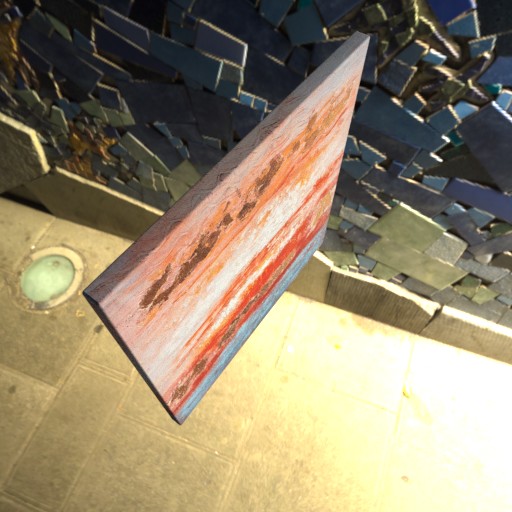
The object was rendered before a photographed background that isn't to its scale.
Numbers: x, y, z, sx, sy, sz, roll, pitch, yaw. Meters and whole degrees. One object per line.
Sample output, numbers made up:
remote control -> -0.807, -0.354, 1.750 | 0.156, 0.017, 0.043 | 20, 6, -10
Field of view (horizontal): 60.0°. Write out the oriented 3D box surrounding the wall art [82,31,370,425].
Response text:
wall art -> 0.000, 0.000, 1.058 | 0.035, 0.747, 0.747 | 31, 63, 18
